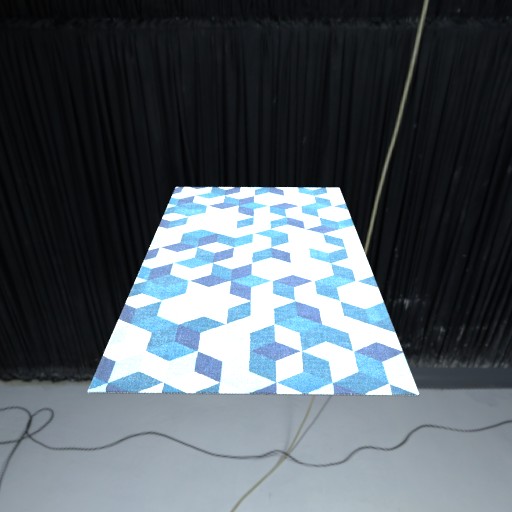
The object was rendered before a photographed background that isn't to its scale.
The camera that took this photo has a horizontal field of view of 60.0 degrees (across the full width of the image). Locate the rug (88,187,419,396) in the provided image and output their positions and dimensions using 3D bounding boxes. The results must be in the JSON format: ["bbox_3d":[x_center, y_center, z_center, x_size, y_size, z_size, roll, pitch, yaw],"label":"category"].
[{"bbox_3d":[0.000,0.000,3.067,1.518,0.015,2.438,0,31,1],"label":"rug"}]
